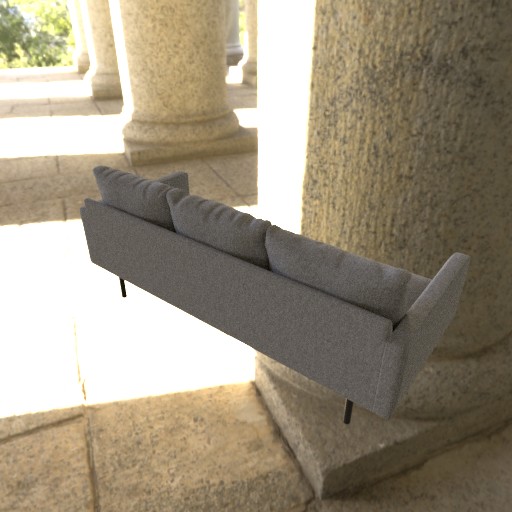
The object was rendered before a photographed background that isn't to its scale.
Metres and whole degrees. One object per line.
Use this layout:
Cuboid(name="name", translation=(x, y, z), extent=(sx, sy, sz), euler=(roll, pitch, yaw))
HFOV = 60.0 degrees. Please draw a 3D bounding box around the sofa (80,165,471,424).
Cuboid(name="sofa", translation=(0.000, 0.000, 2.450), extent=(2.000, 0.830, 0.850), euler=(21, 36, 32))
